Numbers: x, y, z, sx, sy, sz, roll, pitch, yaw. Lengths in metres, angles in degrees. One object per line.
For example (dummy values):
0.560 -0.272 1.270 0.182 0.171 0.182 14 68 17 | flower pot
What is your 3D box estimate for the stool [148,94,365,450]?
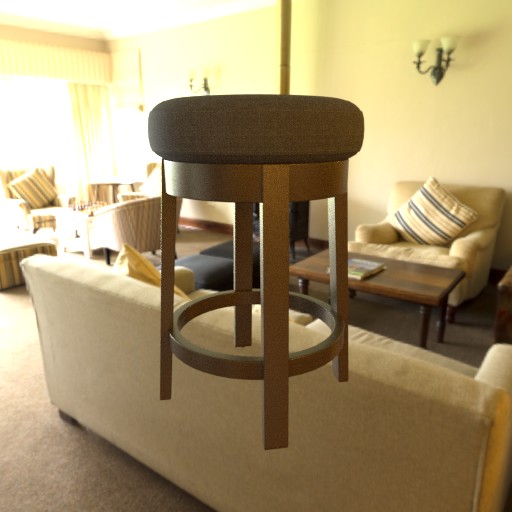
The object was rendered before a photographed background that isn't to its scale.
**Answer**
0.000 0.000 0.974 0.449 0.655 0.449 0 16 0 | stool
